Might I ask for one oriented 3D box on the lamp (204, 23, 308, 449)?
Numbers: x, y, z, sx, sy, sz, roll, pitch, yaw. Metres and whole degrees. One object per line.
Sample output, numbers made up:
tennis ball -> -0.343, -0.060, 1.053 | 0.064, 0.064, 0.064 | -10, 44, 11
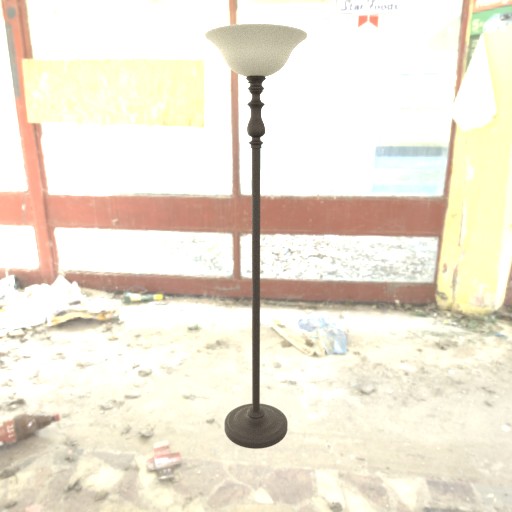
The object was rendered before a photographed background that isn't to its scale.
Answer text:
lamp -> 0.000, 0.000, 1.980 | 0.405, 1.797, 0.405 | 8, 17, 26
